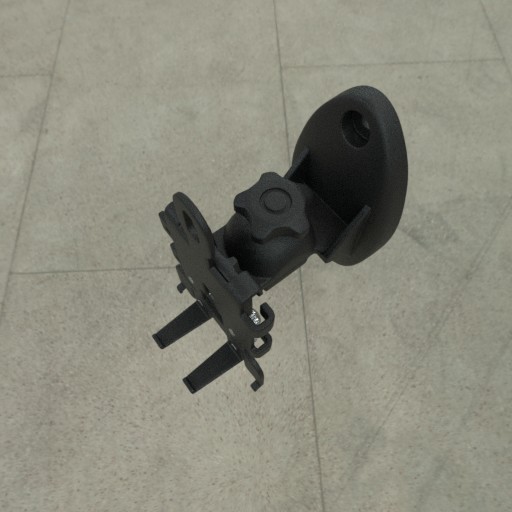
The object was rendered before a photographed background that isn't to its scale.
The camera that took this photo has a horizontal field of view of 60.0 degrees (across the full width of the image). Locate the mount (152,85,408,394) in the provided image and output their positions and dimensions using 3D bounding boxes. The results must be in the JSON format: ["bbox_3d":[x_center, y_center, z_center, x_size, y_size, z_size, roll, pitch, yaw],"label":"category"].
[{"bbox_3d":[0.000,0.000,0.173,0.100,0.118,0.066,-35,69,-16],"label":"mount"}]
